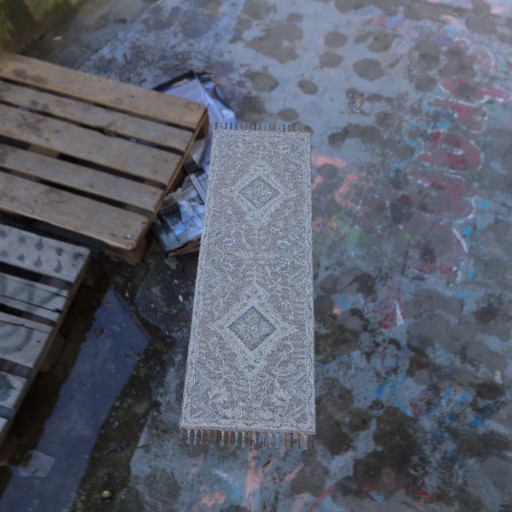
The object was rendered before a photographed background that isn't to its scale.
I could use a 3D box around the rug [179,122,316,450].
[{"bbox_3d":[0.000,0.000,2.871,1.324,0.018,2.378,17,64,8],"label":"rug"}]
